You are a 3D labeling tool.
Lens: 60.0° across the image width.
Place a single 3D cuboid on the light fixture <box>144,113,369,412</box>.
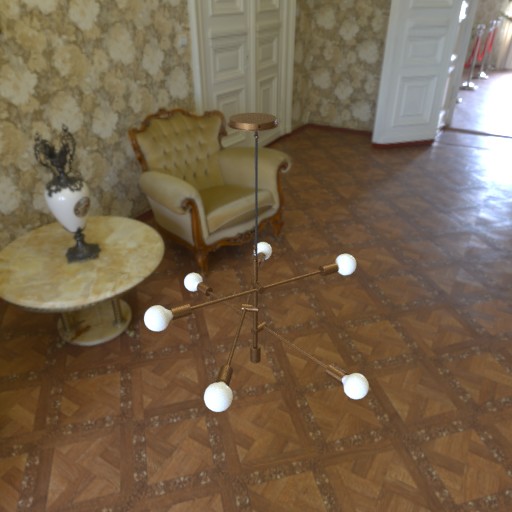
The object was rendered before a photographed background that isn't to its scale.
[{"bbox_3d":[0.000,0.000,1.224,0.637,0.744,0.682,-8,31,-14],"label":"light fixture"}]
